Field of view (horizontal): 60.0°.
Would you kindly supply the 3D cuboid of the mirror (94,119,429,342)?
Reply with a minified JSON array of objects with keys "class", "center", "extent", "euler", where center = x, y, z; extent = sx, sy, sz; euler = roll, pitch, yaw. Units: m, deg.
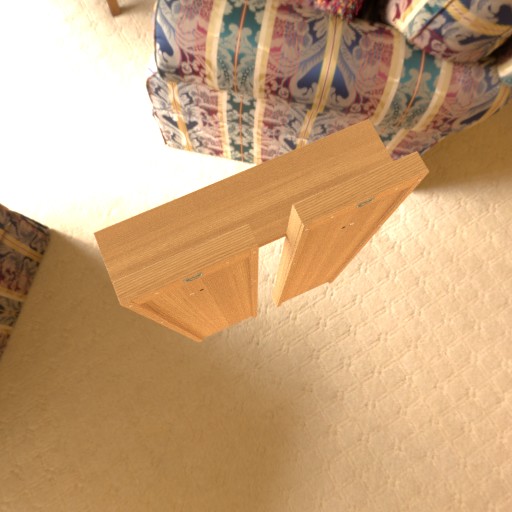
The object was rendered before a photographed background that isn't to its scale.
[{"class":"mirror","center":[0.000,0.000,1.556],"extent":[0.800,1.250,0.260],"euler":[-24,77,-6]}]
